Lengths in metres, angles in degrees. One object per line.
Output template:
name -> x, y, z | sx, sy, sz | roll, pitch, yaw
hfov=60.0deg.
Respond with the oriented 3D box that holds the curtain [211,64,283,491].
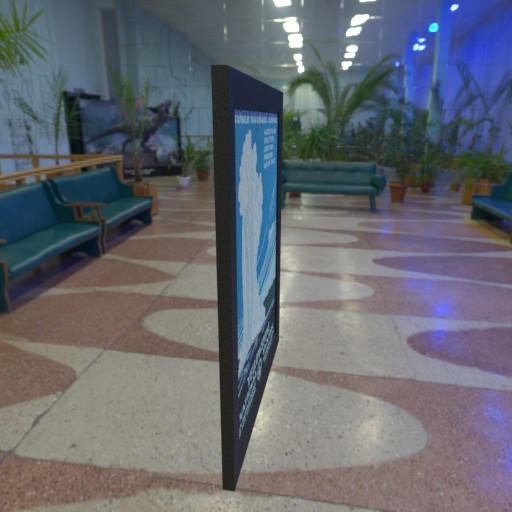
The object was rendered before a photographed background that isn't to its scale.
curtain -> 0.000, 0.000, 0.802 | 0.027, 0.585, 0.483 | 3, 17, 10
